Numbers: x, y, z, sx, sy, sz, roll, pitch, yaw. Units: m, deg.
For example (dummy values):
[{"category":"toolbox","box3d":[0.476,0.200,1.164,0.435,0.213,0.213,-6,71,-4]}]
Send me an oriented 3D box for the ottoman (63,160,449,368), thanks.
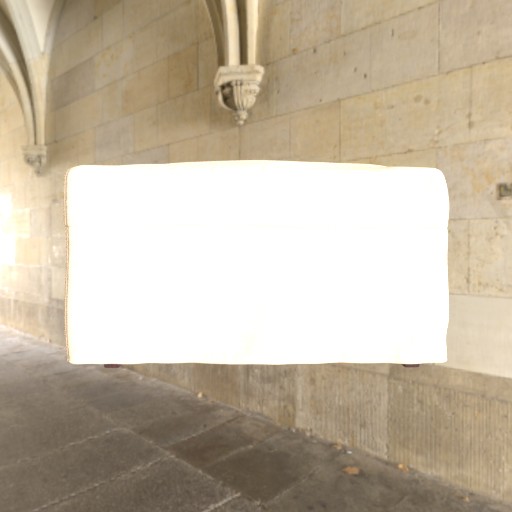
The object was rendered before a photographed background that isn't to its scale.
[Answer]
[{"category":"ottoman","box3d":[0.000,0.000,1.254,0.833,0.485,0.650,0,1,0]}]
